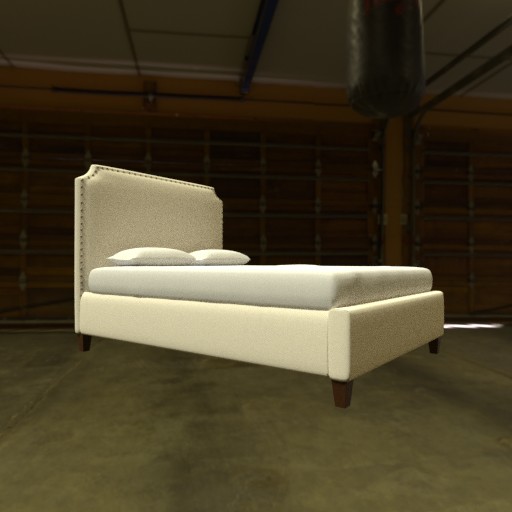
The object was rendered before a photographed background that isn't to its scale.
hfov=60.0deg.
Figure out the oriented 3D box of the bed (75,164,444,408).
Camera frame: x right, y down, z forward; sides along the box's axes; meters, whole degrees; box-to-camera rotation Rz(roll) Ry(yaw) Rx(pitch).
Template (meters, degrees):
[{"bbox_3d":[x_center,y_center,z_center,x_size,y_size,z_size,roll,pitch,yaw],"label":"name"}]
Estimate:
[{"bbox_3d":[0.000,0.000,3.468,2.372,1.497,1.712,-1,-1,37],"label":"bed"}]
